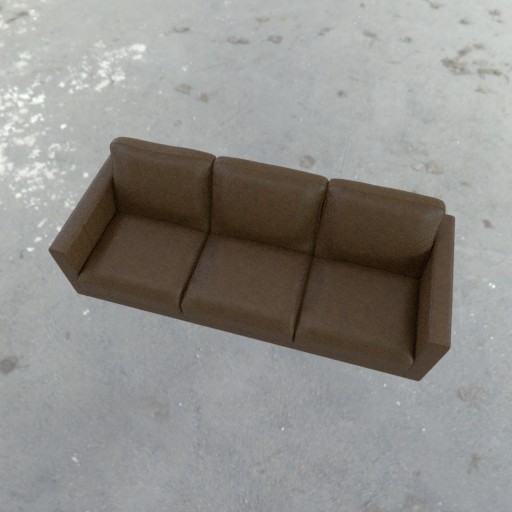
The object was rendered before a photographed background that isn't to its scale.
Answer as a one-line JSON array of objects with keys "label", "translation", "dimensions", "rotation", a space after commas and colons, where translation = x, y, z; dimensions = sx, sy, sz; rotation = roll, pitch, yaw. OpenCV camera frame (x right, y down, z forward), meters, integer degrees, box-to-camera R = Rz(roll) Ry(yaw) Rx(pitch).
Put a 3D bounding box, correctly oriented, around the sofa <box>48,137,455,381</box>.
[{"label": "sofa", "translation": [0.000, 0.000, 2.756], "dimensions": [2.231, 0.930, 0.903], "rotation": [13, 57, 9]}]
